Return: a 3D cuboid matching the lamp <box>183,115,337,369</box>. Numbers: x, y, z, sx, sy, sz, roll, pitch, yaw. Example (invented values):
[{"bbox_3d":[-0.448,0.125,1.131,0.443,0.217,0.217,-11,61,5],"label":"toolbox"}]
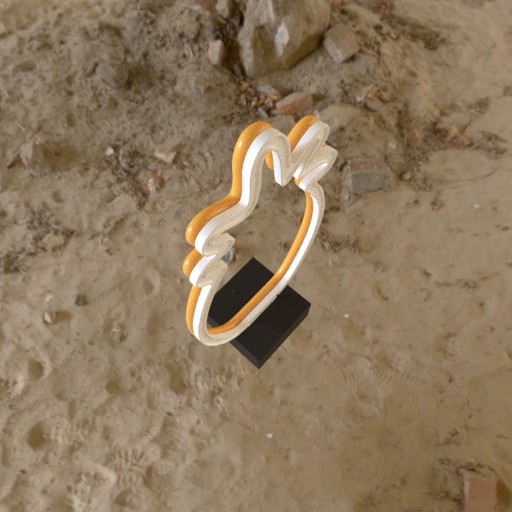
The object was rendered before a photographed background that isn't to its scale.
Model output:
[{"bbox_3d":[0.000,0.000,0.389,0.088,0.317,0.167,39,69,18],"label":"lamp"}]
